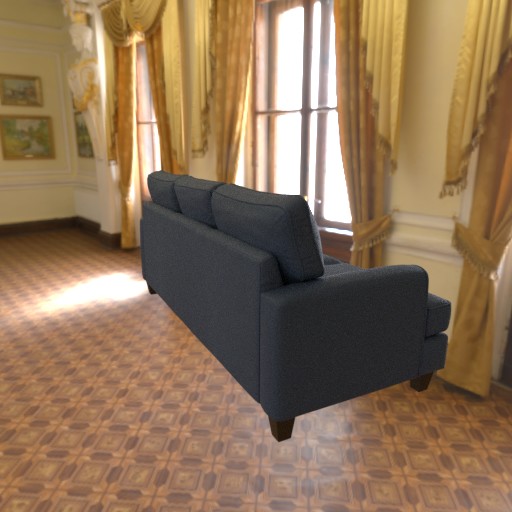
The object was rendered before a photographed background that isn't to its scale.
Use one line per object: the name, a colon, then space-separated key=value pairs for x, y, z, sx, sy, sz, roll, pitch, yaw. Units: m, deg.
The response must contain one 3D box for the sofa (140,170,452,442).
sofa: x=0.000 y=0.000 z=2.708 sx=0.951 sy=0.965 sz=2.158 roll=-7 pitch=16 yaw=-26
